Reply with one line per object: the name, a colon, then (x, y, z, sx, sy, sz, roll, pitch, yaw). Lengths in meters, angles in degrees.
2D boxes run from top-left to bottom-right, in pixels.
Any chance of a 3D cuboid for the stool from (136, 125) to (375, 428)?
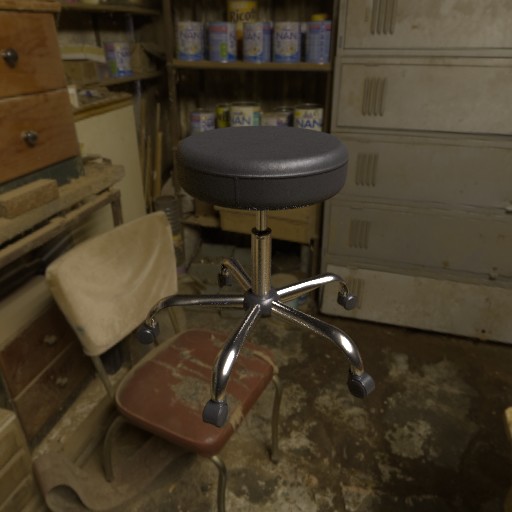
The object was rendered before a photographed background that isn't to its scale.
stool: (0.000, 0.000, 1.136, 0.673, 0.576, 0.638, 9, 28, 17)
